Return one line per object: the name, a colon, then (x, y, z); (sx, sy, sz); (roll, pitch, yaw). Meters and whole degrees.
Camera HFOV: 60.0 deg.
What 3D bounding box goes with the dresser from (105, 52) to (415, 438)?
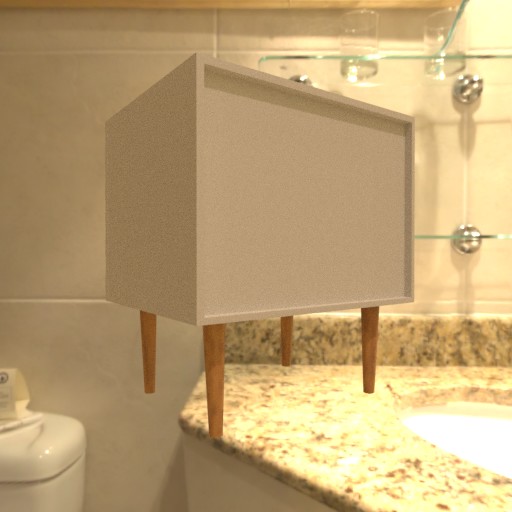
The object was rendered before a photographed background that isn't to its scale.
dresser: (0.000, 0.000, 0.928); (0.503, 0.568, 0.414); (0, 1, -36)
